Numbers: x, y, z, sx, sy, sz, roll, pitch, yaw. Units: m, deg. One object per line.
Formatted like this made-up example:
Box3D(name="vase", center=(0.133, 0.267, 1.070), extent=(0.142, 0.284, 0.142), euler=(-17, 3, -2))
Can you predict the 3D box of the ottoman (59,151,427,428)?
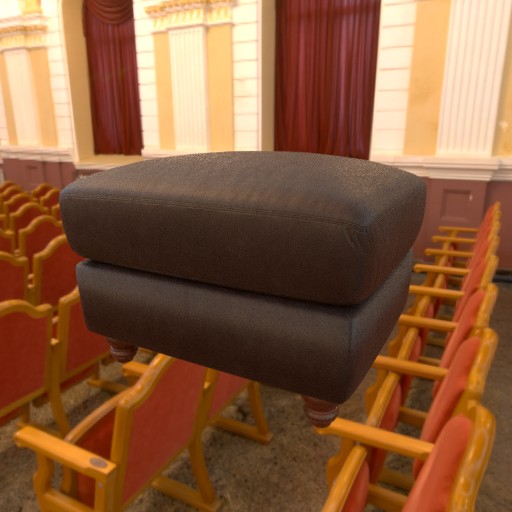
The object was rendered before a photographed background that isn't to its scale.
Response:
Box3D(name="ottoman", center=(0.000, 0.000, 1.246), extent=(0.806, 0.569, 0.670), euler=(8, 18, 27))
